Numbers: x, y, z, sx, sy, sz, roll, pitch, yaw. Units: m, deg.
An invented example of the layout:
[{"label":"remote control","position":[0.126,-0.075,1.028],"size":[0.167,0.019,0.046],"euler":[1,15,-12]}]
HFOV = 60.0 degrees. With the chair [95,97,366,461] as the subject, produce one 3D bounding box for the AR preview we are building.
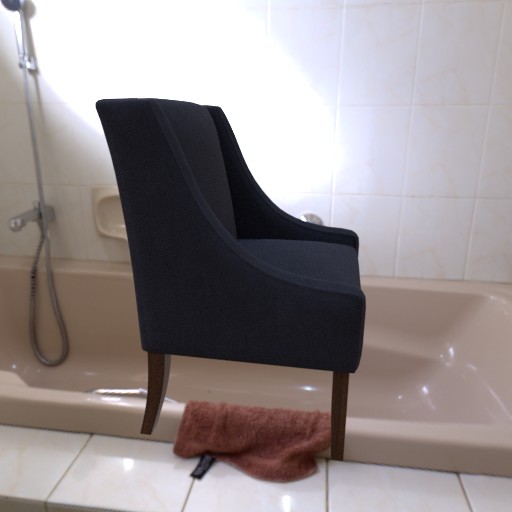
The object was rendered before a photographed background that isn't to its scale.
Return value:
[{"label":"chair","position":[0.000,0.000,1.342],"size":[0.629,0.895,0.629],"euler":[3,18,10]}]
